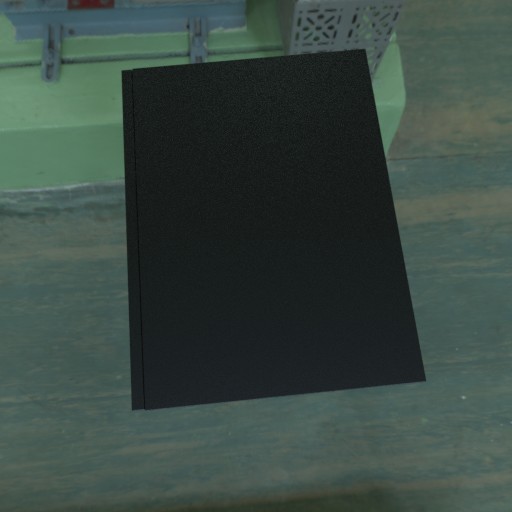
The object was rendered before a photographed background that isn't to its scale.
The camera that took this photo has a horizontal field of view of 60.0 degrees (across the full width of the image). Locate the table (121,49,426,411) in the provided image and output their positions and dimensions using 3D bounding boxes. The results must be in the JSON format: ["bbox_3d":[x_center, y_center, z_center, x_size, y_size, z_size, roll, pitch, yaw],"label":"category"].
[{"bbox_3d":[0.000,0.000,0.987,0.441,0.584,0.564,-5,76,-1],"label":"table"}]
